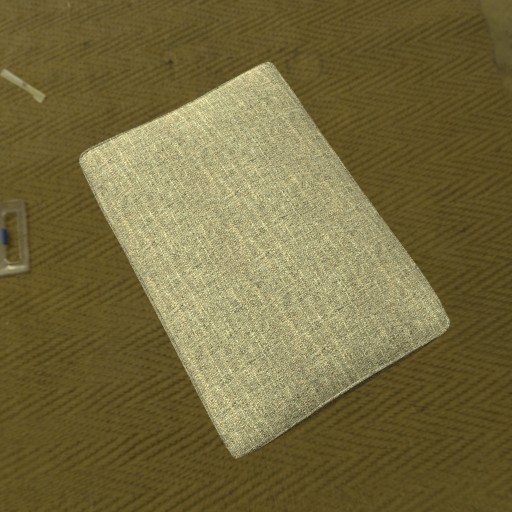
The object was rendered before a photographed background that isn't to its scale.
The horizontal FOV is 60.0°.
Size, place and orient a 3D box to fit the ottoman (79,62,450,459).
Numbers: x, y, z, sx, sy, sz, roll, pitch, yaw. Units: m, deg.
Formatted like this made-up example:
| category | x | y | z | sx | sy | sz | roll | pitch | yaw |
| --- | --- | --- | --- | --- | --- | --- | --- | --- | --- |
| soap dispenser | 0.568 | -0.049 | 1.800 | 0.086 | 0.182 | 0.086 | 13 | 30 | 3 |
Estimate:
| category | x | y | z | sx | sy | sz | roll | pitch | yaw |
| --- | --- | --- | --- | --- | --- | --- | --- | --- | --- |
| ottoman | 0.000 | 0.000 | 0.996 | 0.508 | 0.406 | 0.686 | -29 | 76 | -8 |
